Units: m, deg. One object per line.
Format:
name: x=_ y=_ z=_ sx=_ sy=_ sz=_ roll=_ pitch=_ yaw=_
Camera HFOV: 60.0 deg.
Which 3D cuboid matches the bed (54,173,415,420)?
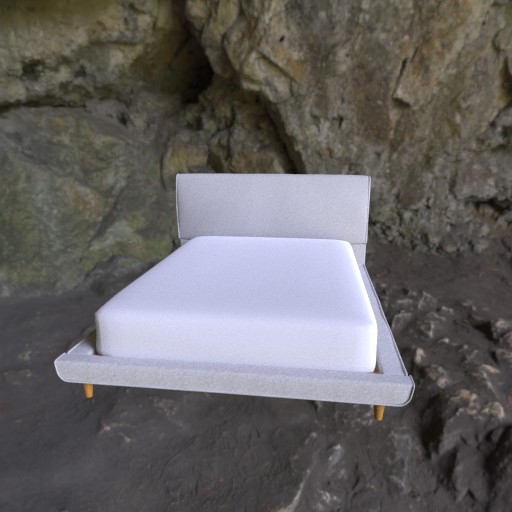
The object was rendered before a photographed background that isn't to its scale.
bed: x=0.000 y=0.000 z=3.276 sx=1.840 sy=1.067 sz=2.368 roll=2 pitch=14 yaw=7
